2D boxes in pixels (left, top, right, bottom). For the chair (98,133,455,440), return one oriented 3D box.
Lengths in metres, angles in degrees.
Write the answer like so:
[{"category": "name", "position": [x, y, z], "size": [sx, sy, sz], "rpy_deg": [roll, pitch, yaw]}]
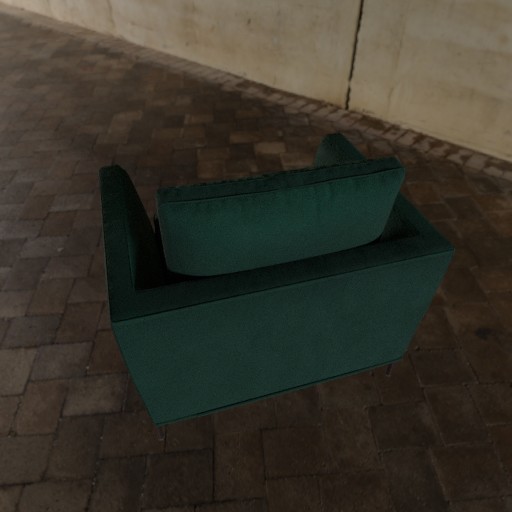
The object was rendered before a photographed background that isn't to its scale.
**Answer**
[{"category": "chair", "position": [0.000, 0.000, 1.711], "size": [1.047, 0.997, 0.852], "rpy_deg": [-11, 42, -13]}]
